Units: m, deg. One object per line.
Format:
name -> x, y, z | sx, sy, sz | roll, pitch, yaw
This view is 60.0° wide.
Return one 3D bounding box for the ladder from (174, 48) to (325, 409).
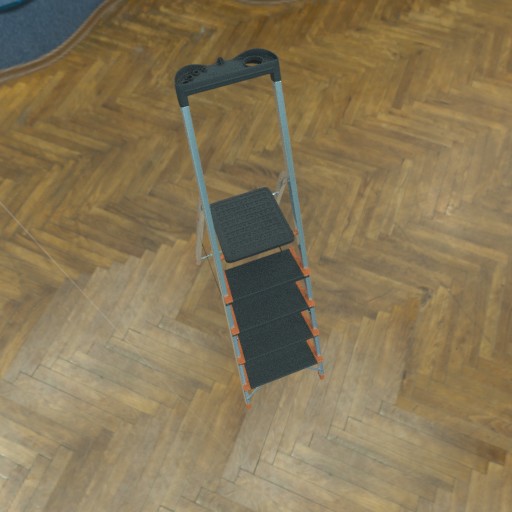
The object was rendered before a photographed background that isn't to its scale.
ladder -> 0.000, 0.000, 2.009 | 0.480, 1.646, 0.995 | -19, 65, -9
